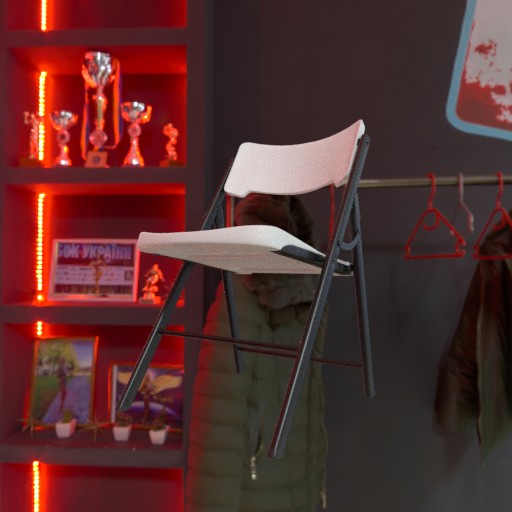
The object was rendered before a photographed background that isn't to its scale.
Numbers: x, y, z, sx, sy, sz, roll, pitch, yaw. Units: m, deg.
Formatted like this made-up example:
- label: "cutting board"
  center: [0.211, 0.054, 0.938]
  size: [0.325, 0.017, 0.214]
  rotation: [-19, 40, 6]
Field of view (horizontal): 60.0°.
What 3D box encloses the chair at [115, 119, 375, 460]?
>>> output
- label: "chair"
  center: [0.000, 0.000, 1.173]
  size: [0.482, 0.765, 0.577]
  rotation: [-1, -1, 36]
